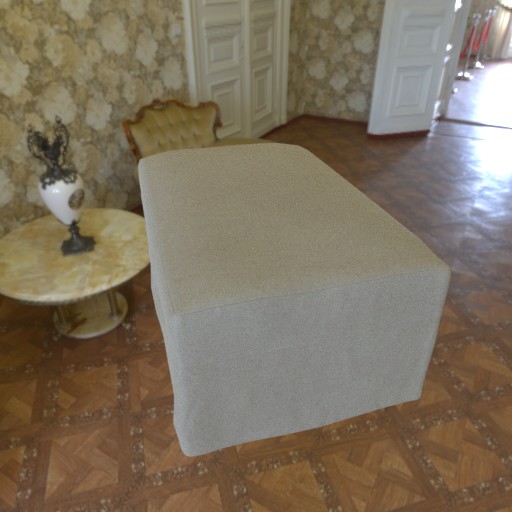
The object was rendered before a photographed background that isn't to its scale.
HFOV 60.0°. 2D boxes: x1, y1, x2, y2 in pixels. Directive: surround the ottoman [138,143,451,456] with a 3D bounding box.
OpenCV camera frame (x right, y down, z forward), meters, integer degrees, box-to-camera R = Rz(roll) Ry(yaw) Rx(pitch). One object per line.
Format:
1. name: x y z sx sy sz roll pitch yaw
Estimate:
1. ottoman: 0.000 0.000 1.240 0.590 0.444 0.872 -9 32 -14
